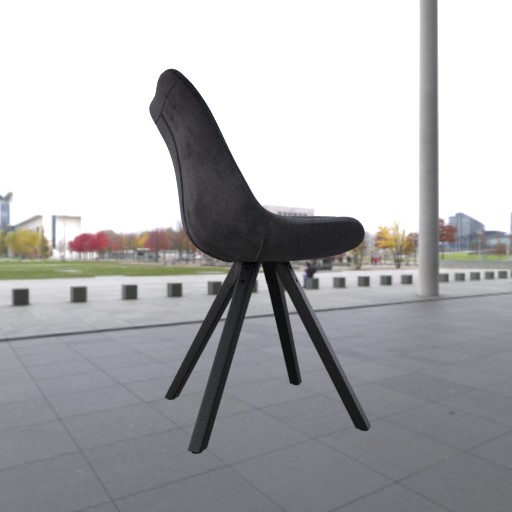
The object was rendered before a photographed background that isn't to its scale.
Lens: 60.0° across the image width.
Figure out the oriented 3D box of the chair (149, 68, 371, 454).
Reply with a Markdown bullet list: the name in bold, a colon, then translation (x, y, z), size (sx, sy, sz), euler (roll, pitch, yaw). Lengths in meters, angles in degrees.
- **chair**: translation (0.000, 0.000, 1.208), size (0.550, 0.850, 0.485), euler (0, 0, -19)
